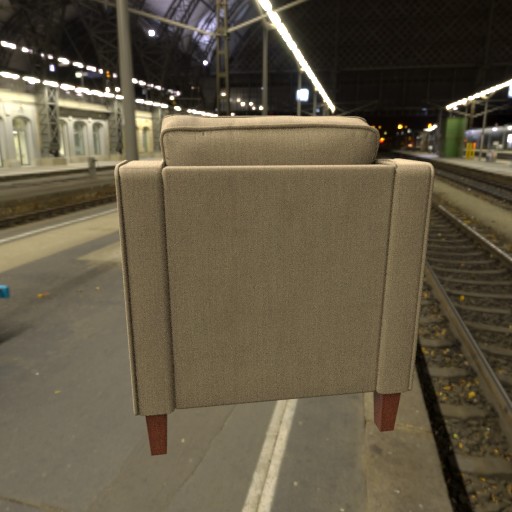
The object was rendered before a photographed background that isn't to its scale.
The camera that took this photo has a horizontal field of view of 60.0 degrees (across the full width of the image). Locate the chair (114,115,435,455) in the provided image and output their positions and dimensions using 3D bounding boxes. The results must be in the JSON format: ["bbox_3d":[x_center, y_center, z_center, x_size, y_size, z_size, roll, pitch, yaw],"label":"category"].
[{"bbox_3d":[0.000,0.000,1.630,0.831,0.960,0.909,-2,14,-9],"label":"chair"}]
